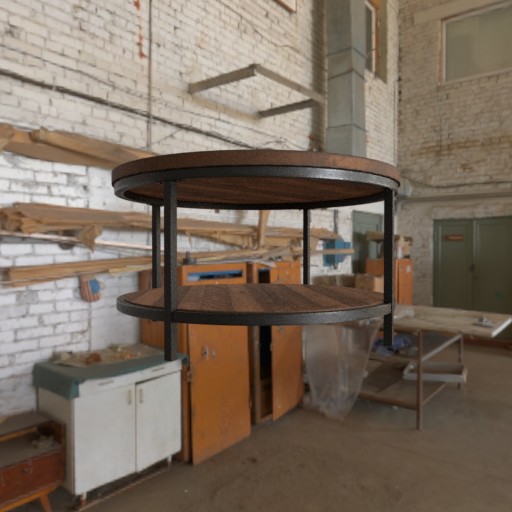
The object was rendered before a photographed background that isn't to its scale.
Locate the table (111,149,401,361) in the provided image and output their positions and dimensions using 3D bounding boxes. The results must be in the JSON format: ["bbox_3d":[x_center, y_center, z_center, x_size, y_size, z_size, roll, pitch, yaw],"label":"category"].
[{"bbox_3d":[0.000,0.000,1.353,0.837,0.462,0.837,0,1,0],"label":"table"}]
